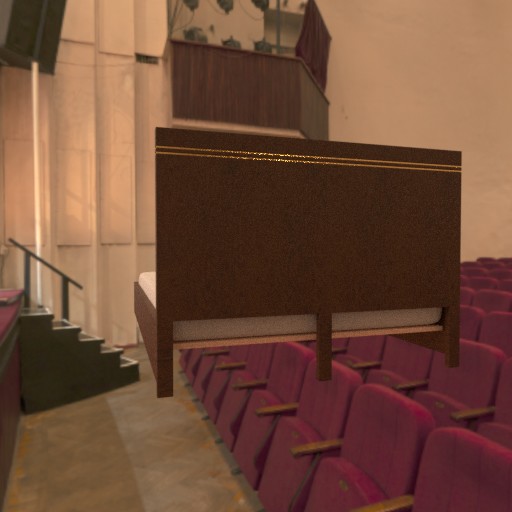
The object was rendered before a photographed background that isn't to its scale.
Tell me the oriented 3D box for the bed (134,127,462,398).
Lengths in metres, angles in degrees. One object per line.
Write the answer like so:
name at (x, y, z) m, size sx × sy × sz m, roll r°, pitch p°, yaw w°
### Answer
bed at (0.000, 0.000, 3.209) m, size 1.613 × 1.169 × 2.221 m, roll 0°, pitch 2°, yaw -18°
